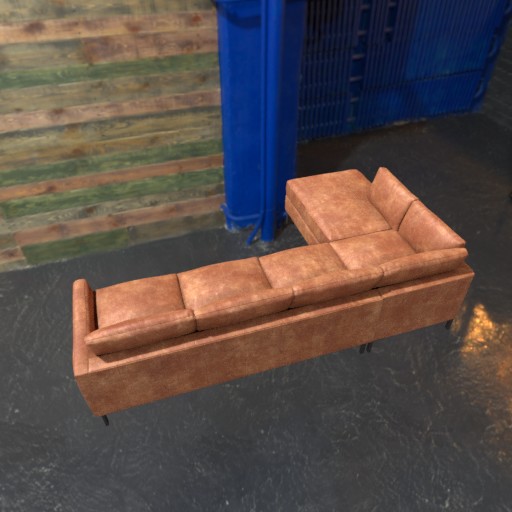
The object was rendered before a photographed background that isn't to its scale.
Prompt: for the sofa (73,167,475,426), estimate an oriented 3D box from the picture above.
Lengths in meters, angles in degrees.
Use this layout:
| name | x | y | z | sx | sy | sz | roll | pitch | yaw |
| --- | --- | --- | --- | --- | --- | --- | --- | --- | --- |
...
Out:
| name | x | y | z | sx | sy | sz | roll | pitch | yaw |
| --- | --- | --- | --- | --- | --- | --- | --- | --- | --- |
| sofa | 0.000 | 0.000 | 3.876 | 2.984 | 0.877 | 1.938 | -12 | 42 | -13 |
